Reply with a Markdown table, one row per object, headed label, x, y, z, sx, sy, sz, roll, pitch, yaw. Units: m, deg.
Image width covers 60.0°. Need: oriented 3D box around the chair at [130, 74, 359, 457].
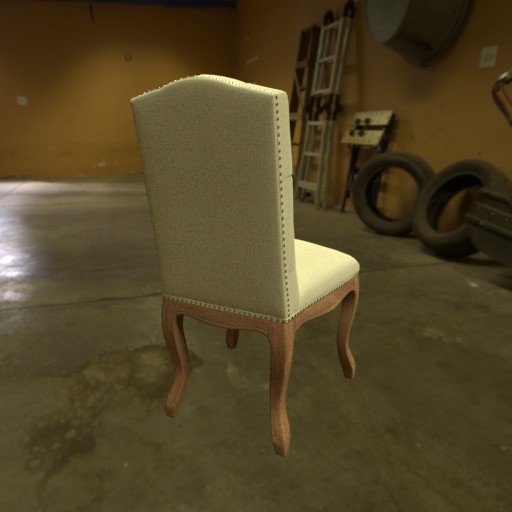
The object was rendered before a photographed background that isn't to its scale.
| label | x | y | z | sx | sy | sz | roll | pitch | yaw |
| --- | --- | --- | --- | --- | --- | --- | --- | --- | --- |
| chair | 0.000 | 0.000 | 1.609 | 0.623 | 1.165 | 0.715 | 8 | 18 | 26 |
